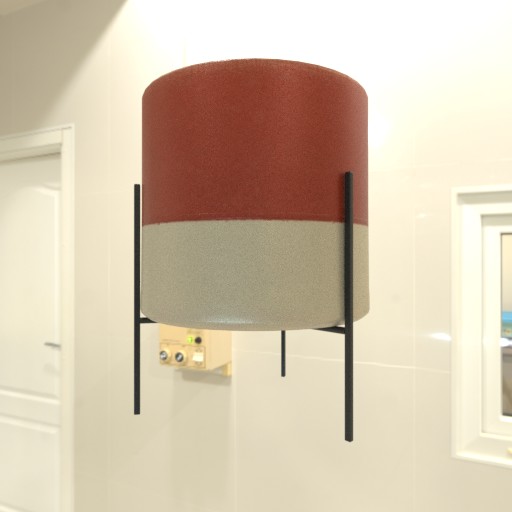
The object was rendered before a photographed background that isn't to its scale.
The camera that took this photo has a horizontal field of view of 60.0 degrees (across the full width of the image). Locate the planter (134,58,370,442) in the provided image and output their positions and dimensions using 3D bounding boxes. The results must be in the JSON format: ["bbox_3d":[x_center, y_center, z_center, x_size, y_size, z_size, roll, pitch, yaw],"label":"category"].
[{"bbox_3d":[0.000,0.000,0.693,0.345,0.465,0.354,0,0,18],"label":"planter"}]
